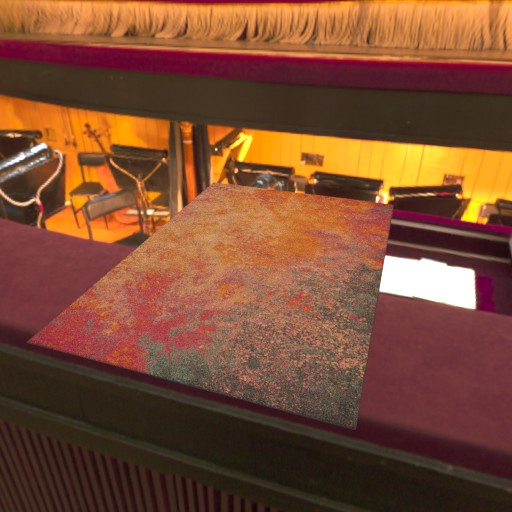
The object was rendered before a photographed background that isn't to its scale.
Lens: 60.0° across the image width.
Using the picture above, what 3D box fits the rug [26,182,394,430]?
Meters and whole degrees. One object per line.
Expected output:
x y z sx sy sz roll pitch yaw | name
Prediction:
0.000 0.000 3.627 2.007 0.013 2.896 10 32 16 | rug
